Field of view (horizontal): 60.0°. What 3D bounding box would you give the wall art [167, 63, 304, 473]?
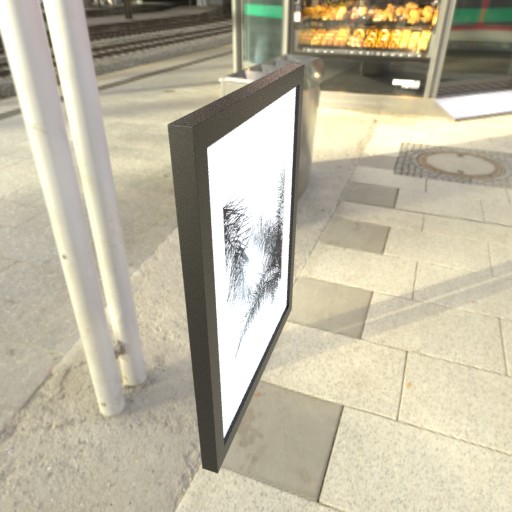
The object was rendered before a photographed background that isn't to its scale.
[{"bbox_3d":[0.000,0.000,0.764,0.028,0.557,0.457,10,32,16],"label":"wall art"}]
